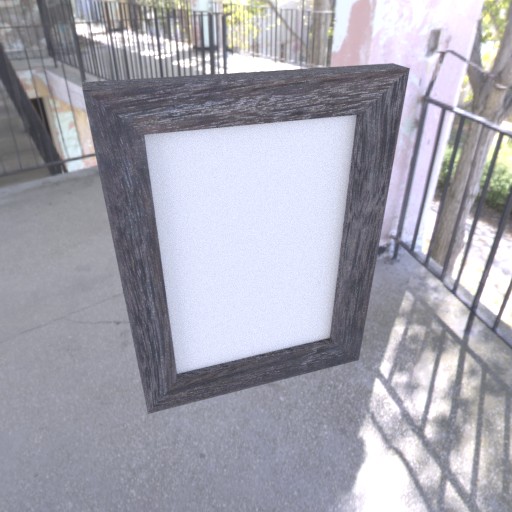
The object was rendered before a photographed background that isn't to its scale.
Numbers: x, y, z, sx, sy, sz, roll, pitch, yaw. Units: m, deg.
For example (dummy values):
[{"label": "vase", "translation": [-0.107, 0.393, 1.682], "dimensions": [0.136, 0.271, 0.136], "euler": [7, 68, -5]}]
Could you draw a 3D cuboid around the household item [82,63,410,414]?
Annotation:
[{"label": "household item", "translation": [0.000, 0.000, 0.272], "dimensions": [0.160, 0.210, 0.020], "euler": [-10, 34, -15]}]
